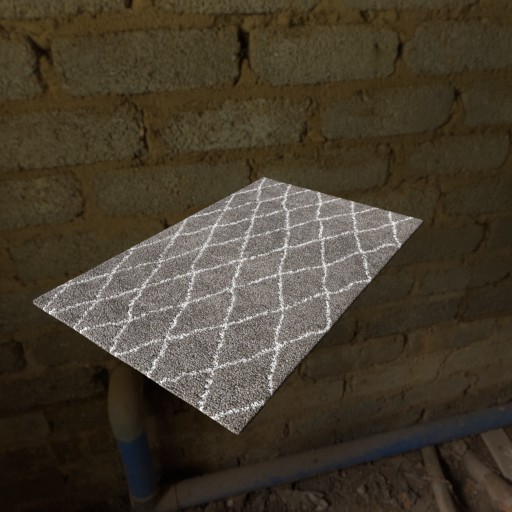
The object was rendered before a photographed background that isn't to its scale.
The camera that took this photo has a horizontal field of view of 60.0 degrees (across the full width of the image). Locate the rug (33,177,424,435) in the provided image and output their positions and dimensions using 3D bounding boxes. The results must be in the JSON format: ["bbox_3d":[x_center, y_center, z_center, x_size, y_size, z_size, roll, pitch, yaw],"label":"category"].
[{"bbox_3d":[0.000,0.000,3.512,1.778,0.030,2.743,21,37,30],"label":"rug"}]
